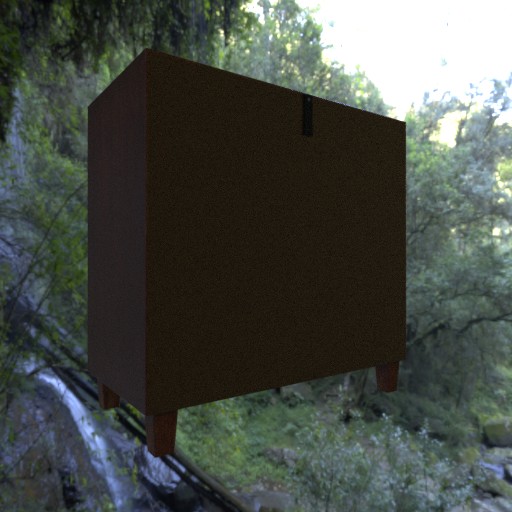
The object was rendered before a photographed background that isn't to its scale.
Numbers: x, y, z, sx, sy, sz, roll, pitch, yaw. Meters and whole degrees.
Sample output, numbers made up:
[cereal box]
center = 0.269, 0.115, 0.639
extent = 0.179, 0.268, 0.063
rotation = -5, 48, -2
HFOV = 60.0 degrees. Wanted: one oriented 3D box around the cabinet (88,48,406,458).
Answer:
[cabinet]
center = 0.000, 0.000, 1.227
extent = 0.796, 0.785, 0.412
rotation = 0, 0, -36
